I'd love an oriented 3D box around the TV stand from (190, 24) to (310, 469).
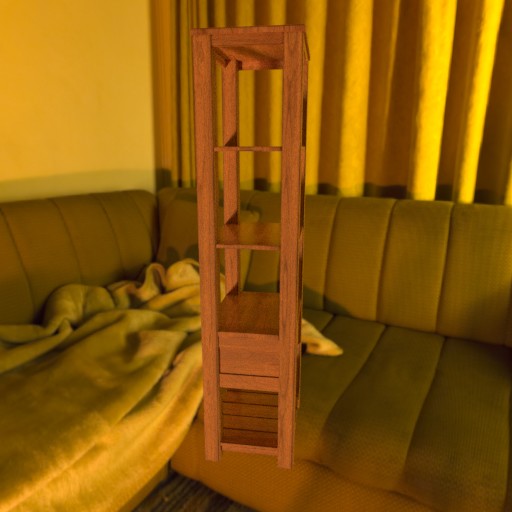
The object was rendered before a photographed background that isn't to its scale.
[{"bbox_3d":[0.000,0.000,2.071,0.435,1.828,0.565,2,14,8],"label":"TV stand"}]
